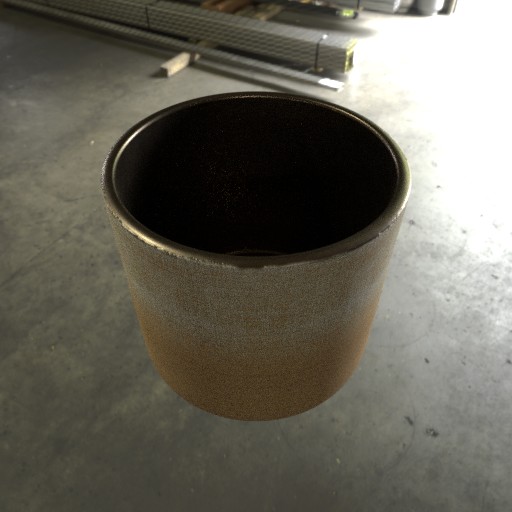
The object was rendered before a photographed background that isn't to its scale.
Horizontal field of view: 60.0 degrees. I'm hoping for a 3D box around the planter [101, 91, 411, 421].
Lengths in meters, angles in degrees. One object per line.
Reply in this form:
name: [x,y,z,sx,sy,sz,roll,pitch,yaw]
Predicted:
planter: [0.000,0.000,0.387,0.221,0.201,0.221,0,45,0]
